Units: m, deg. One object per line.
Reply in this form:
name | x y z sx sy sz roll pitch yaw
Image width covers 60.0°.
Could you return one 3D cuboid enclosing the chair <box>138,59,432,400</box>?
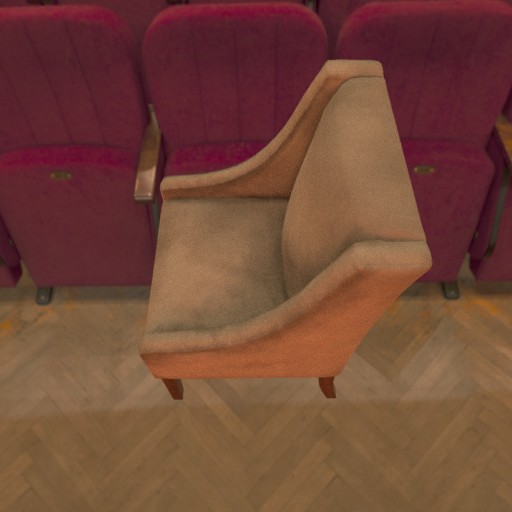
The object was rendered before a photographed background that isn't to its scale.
chair | 0.000 0.000 1.310 0.629 0.895 0.629 0 58 0
